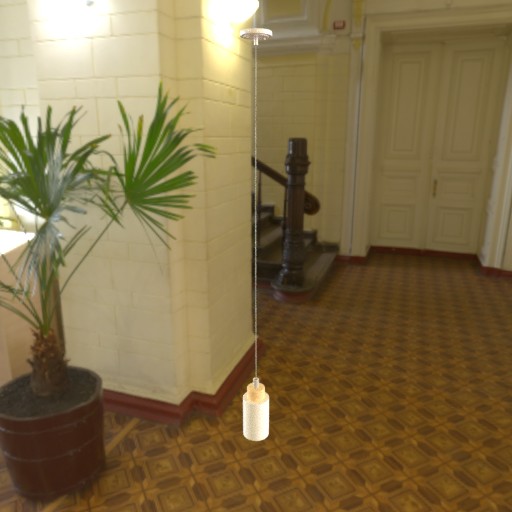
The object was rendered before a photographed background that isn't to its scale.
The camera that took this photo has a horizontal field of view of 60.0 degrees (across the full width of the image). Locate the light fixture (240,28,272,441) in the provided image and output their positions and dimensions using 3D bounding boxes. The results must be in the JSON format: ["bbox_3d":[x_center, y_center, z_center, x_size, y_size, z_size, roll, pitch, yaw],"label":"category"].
[{"bbox_3d":[0.000,0.000,1.950,0.125,1.798,0.125,-7,17,-25],"label":"light fixture"}]
